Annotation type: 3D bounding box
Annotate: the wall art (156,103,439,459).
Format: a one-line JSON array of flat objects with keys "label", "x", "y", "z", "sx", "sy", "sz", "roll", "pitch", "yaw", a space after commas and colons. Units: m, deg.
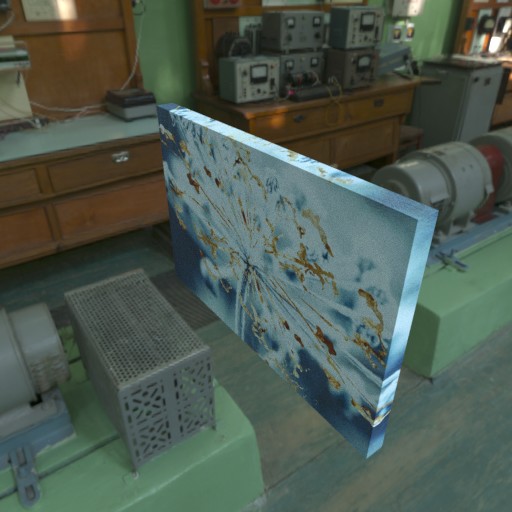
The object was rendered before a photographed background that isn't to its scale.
[{"label": "wall art", "x": 0.000, "y": 0.000, "z": 0.778, "sx": 0.036, "sy": 0.405, "sz": 0.607, "roll": -21, "pitch": 38, "yaw": -30}]
